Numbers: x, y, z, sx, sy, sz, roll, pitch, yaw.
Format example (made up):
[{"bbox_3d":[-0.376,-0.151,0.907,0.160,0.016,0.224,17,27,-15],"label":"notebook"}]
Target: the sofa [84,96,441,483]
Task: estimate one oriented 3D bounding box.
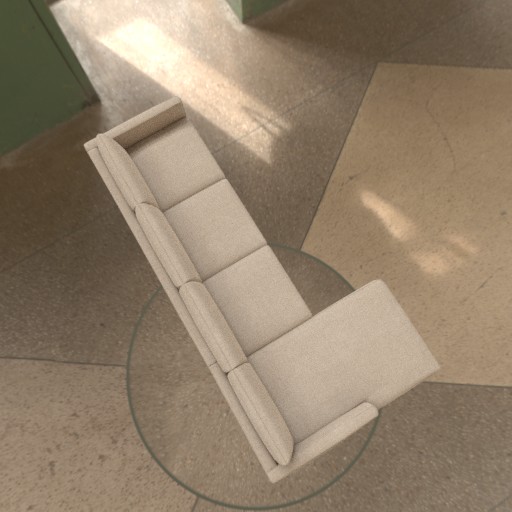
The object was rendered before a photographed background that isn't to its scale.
[{"bbox_3d":[0.000,0.000,3.502,1.469,0.816,2.923,-30,78,-7],"label":"sofa"}]
